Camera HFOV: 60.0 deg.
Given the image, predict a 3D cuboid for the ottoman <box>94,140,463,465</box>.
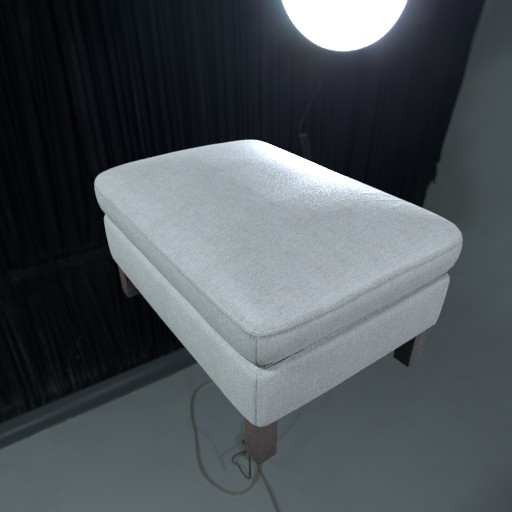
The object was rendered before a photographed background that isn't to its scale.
[{"bbox_3d":[0.000,0.000,1.052,0.528,0.404,0.735,-20,37,-30],"label":"ottoman"}]
